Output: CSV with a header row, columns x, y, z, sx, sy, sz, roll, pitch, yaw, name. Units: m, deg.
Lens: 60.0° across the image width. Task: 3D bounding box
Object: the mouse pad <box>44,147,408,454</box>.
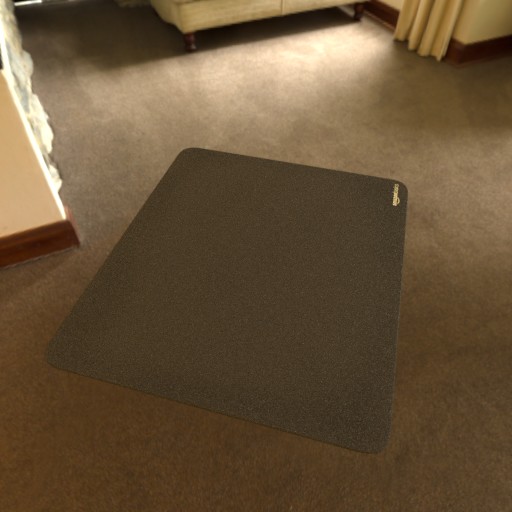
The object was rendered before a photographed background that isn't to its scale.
x,y,z,sx,sy,sz,roll,pitch,yaw,name
0.000,0.000,0.613,0.393,0.002,0.451,12,48,11,mouse pad
